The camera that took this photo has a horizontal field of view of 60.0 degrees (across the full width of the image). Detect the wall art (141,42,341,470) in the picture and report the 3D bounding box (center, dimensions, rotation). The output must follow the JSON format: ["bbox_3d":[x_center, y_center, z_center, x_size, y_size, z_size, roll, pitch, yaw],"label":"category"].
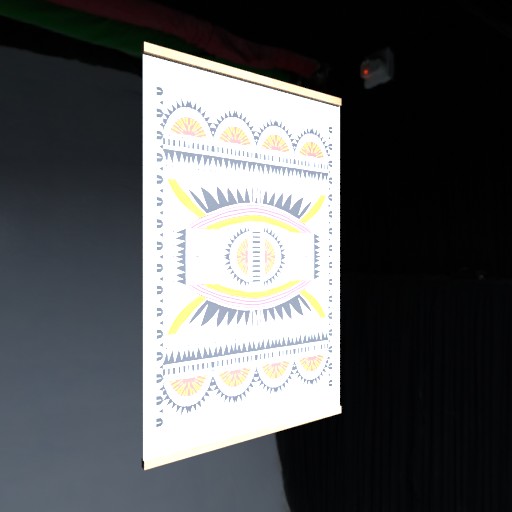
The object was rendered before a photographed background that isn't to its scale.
[{"bbox_3d":[0.000,0.000,1.886,0.999,1.533,0.028,0,0,-35],"label":"wall art"}]
